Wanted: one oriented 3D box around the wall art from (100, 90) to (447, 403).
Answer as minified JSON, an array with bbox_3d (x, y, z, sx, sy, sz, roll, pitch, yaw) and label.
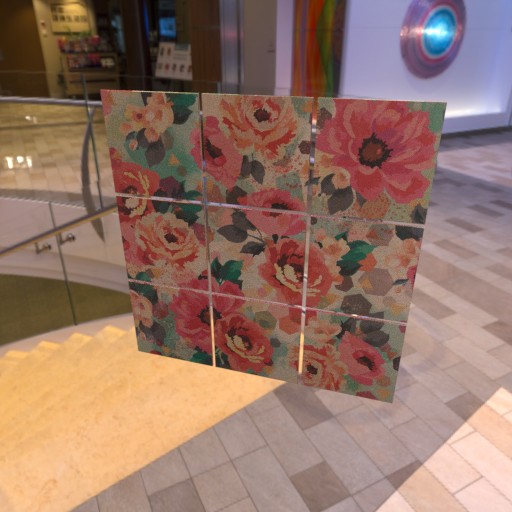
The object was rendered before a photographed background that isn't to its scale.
[{"bbox_3d":[0.000,0.000,1.778,1.216,1.220,0.013,8,27,15],"label":"wall art"}]
